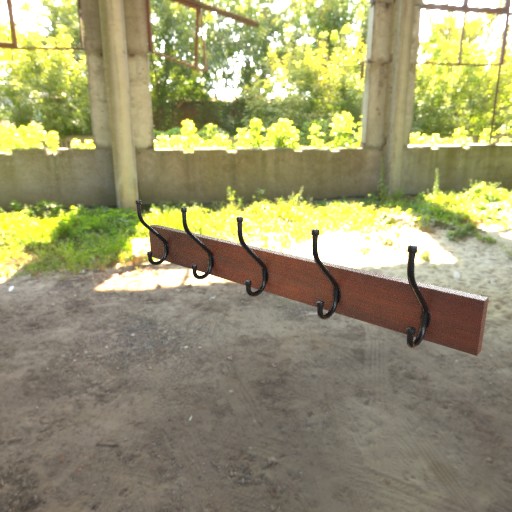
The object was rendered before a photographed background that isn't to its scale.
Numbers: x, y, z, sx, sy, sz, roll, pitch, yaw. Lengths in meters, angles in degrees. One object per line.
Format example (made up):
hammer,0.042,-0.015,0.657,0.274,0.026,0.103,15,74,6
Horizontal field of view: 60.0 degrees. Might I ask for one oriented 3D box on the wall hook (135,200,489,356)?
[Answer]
wall hook,0.000,0.000,0.608,0.571,0.117,0.071,13,20,41
